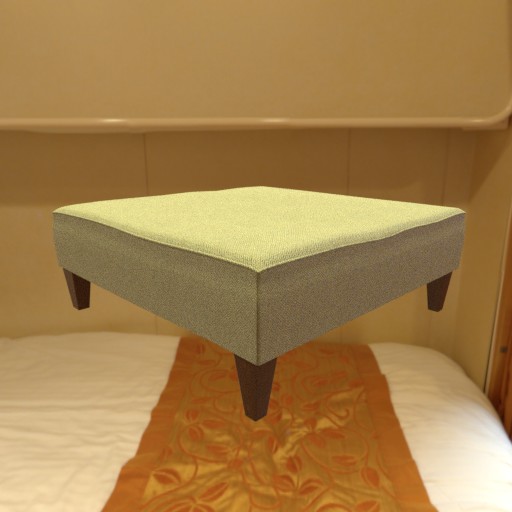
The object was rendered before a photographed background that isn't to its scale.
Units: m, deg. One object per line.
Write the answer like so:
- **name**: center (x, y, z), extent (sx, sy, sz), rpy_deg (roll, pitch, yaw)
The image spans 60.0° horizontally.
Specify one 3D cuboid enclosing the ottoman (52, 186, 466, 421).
- **ottoman**: center (0.000, 0.000, 1.507), extent (0.968, 0.379, 1.004), rpy_deg (-14, 20, -43)
